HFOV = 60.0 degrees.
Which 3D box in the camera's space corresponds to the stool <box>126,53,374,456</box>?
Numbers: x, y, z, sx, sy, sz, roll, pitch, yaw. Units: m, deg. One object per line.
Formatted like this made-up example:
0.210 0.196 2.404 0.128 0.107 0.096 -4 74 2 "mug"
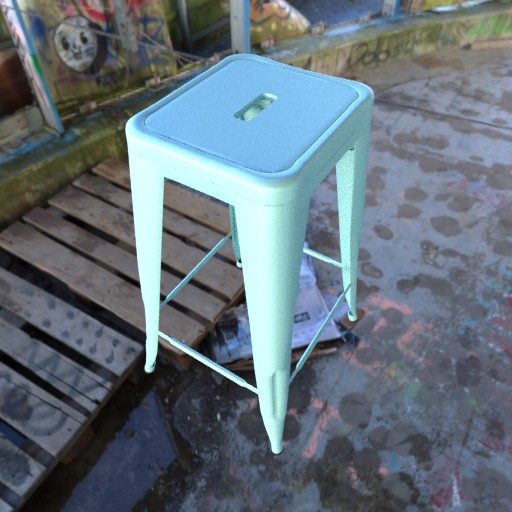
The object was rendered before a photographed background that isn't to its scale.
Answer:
0.000 0.000 0.831 0.359 0.609 0.399 24 52 21 "stool"
